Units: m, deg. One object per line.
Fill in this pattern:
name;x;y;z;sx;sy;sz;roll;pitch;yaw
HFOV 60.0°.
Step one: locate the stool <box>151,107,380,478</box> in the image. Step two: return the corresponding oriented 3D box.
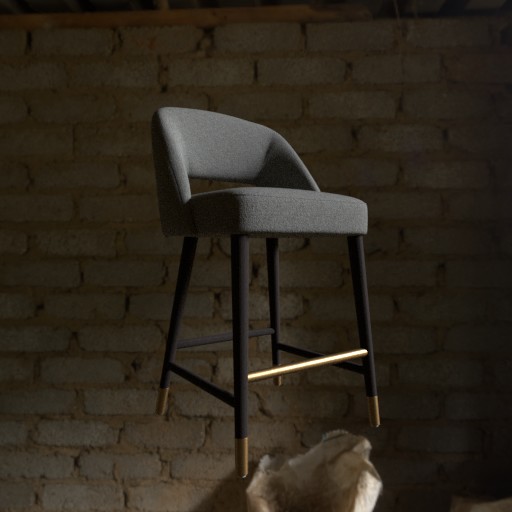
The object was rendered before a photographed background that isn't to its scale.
stool;0.000;0.000;1.268;0.536;0.925;0.524;-1;2;-36
